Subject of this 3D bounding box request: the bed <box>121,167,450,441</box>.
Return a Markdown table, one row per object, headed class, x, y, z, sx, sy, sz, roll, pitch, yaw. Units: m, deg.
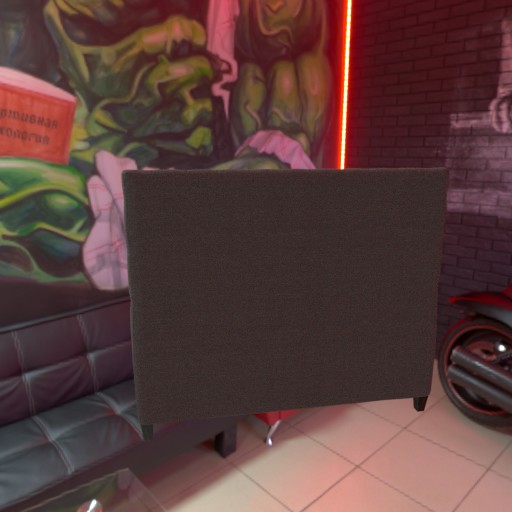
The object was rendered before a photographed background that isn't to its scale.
| class | x | y | z | sx | sy | sz | roll | pitch | yaw |
| --- | --- | --- | --- | --- | --- | --- | --- | --- | --- |
| bed | 0.000 | 0.000 | 3.463 | 1.698 | 1.427 | 2.387 | -2 | 14 | -10 |
